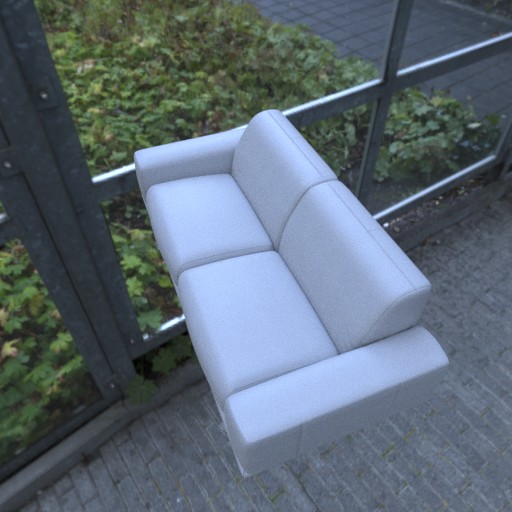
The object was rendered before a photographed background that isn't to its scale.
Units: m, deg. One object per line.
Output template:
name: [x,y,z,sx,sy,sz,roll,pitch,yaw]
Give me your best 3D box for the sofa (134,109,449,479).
sofa: [0.000,0.000,2.297,0.900,0.772,1.901,-16,49,-15]
